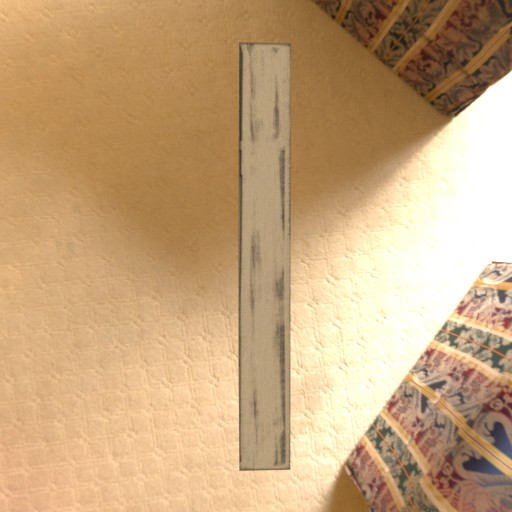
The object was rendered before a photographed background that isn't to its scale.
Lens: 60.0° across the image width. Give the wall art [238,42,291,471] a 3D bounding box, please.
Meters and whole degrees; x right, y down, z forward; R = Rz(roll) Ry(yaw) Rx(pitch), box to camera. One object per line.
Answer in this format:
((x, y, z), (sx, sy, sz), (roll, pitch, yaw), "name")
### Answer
((0.000, 0.000, 0.466), (0.036, 0.303, 0.303), (0, 90, -2), "wall art")
